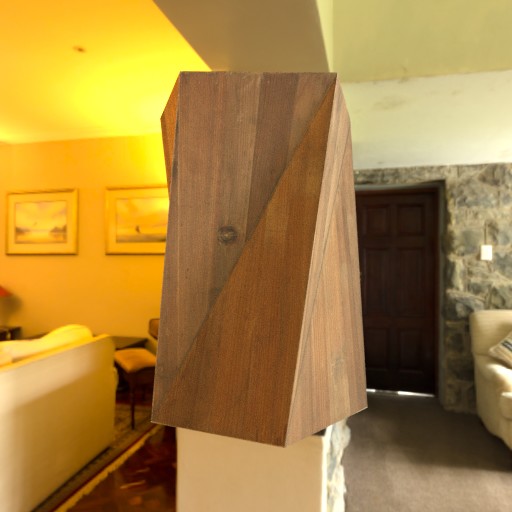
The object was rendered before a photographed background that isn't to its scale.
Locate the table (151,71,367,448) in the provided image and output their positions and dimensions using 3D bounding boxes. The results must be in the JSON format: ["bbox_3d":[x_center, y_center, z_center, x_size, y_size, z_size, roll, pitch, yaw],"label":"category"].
[{"bbox_3d":[0.000,0.000,0.904,0.425,0.604,0.441,0,-1,-36],"label":"table"}]
